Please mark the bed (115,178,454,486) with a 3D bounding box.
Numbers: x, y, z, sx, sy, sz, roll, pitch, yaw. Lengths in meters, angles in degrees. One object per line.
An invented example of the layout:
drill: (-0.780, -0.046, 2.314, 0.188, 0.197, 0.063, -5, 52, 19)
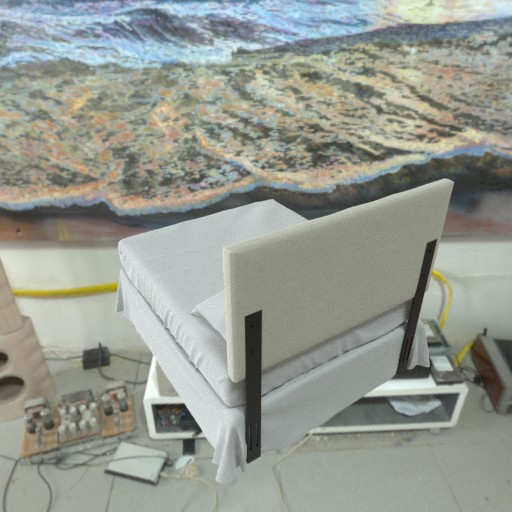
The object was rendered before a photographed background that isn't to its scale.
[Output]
bed: (0.000, 0.000, 3.504, 1.936, 1.577, 2.222, -18, 35, -28)
